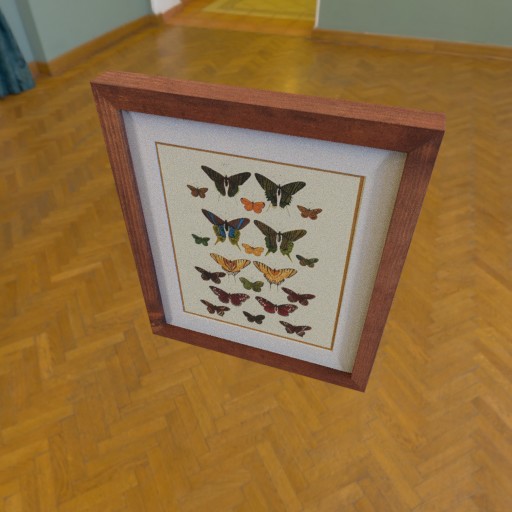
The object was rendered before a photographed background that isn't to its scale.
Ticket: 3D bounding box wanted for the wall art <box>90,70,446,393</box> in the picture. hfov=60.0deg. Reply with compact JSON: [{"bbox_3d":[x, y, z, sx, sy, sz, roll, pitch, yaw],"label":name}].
[{"bbox_3d":[0.000,0.000,0.614,0.377,0.449,0.039,12,44,13],"label":"wall art"}]
